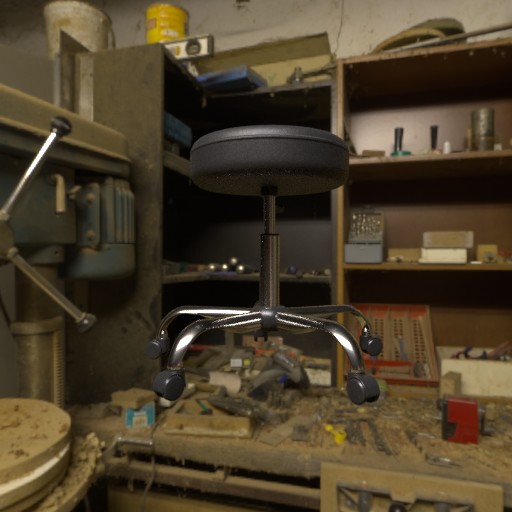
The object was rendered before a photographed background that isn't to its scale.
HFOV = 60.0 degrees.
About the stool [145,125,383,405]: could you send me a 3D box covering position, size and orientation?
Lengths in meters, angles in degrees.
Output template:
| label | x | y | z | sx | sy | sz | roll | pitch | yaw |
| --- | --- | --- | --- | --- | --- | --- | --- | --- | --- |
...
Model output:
| label | x | y | z | sx | sy | sz | roll | pitch | yaw |
| --- | --- | --- | --- | --- | --- | --- | --- | --- | --- |
| stool | 0.000 | 0.000 | 1.161 | 0.638 | 0.576 | 0.673 | 0 | 0 | 17 |
